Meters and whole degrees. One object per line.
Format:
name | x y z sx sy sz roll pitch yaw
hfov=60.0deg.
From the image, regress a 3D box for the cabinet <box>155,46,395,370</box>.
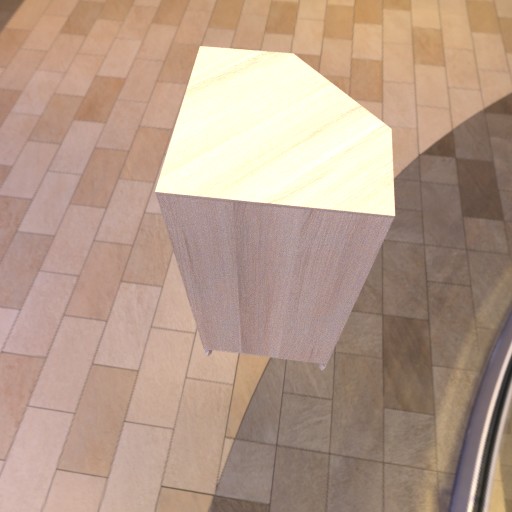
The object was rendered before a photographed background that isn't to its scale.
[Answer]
cabinet | 0.000 0.000 2.674 0.969 1.957 1.272 -34 65 -18
